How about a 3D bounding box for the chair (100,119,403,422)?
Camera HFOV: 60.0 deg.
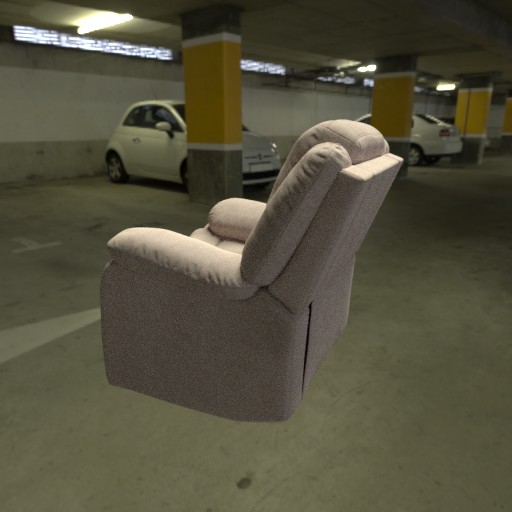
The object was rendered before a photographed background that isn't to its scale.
[{"bbox_3d":[0.000,0.000,1.719,0.944,1.008,0.899,7,18,23],"label":"chair"}]
